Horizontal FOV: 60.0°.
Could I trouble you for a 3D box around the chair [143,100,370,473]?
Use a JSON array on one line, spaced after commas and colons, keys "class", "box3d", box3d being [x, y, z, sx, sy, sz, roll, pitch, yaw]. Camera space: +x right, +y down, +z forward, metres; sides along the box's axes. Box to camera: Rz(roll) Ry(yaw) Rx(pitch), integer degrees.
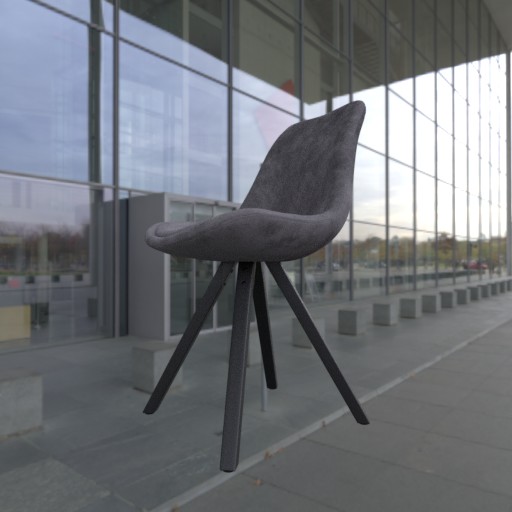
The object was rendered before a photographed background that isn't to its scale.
[{"class": "chair", "box3d": [0.000, 0.000, 1.165, 0.550, 0.850, 0.485, 0, -1, -36]}]
